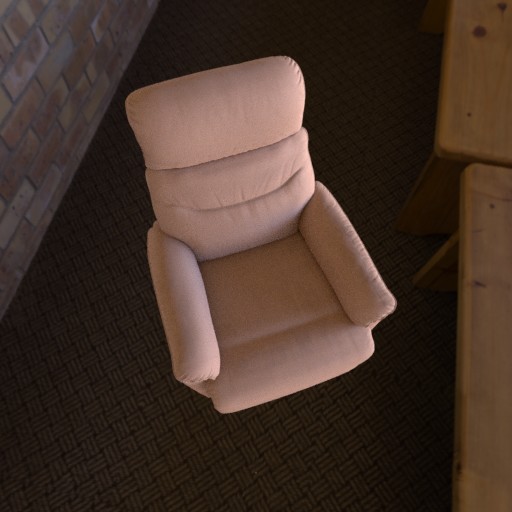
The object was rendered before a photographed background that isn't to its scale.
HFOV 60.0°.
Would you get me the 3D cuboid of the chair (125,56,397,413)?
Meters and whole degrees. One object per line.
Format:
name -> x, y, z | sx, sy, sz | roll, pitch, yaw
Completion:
chair -> 0.000, 0.000, 1.736 | 0.820, 1.037, 1.004 | -17, 65, -8
